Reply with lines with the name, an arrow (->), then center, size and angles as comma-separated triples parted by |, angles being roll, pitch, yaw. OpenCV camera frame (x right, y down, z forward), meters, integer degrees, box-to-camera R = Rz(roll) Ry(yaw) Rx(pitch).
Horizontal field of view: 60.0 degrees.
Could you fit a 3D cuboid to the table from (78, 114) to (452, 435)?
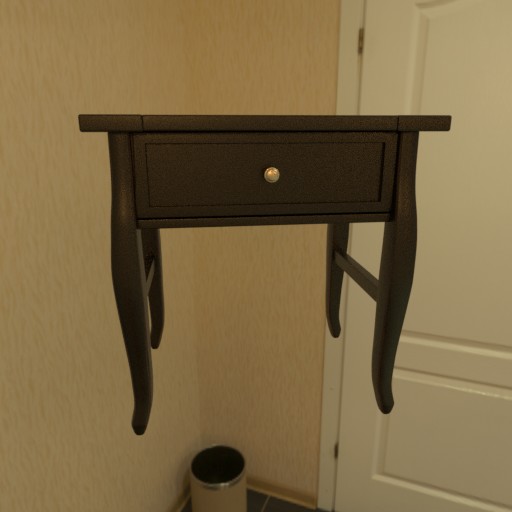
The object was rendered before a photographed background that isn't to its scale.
table -> 0.000, 0.000, 1.007 | 0.602, 0.604, 0.460 | -2, 17, -7
